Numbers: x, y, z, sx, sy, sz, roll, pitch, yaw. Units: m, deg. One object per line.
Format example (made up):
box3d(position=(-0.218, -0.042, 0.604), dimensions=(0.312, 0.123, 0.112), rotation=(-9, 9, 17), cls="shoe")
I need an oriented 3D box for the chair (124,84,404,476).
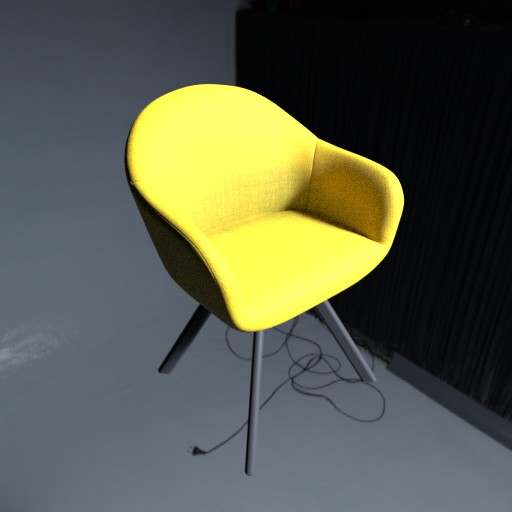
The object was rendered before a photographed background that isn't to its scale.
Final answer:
box3d(position=(0.000, 0.000, 1.173), dimensions=(0.590, 0.795, 0.550), rotation=(-23, 37, -33), cls="chair")
